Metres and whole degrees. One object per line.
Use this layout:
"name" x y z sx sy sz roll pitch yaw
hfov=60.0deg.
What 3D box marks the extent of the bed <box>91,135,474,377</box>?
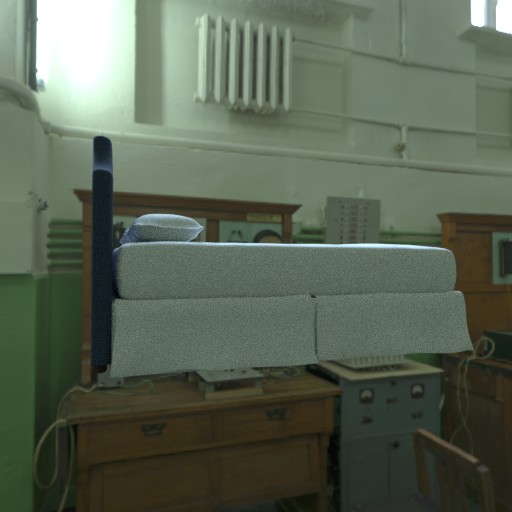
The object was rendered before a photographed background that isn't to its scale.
"bed" 0.000 0.000 4.022 2.773 1.488 2.350 0 -1 -20
